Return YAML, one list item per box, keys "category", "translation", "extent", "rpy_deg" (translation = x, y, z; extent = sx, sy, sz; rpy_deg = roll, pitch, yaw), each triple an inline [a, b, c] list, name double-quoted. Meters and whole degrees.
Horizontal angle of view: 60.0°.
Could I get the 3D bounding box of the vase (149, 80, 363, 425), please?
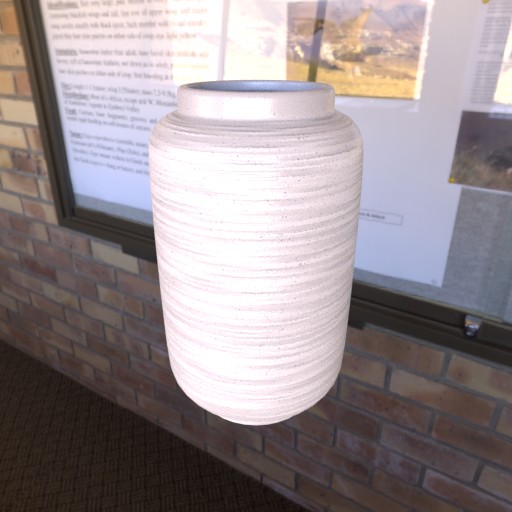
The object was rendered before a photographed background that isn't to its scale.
- category: "vase"
  translation: [0.000, 0.000, 0.465]
  extent: [0.202, 0.335, 0.202]
  rpy_deg: [0, 25, 0]
